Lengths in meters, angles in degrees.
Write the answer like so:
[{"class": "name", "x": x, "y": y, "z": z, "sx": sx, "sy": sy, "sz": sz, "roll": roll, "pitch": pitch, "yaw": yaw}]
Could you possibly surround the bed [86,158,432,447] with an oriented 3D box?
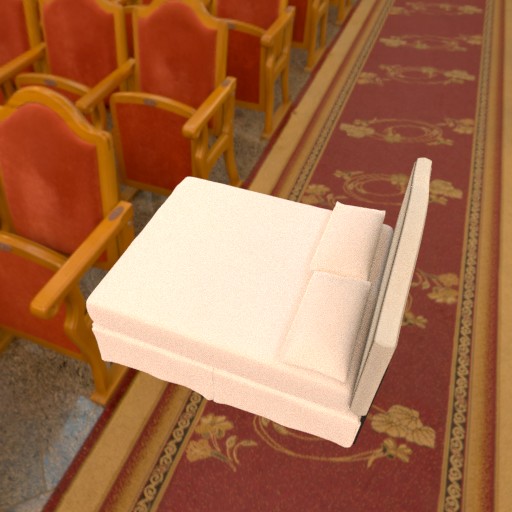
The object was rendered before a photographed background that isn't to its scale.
[{"class": "bed", "x": 0.000, "y": 0.000, "z": 3.451, "sx": 2.180, "sy": 1.607, "sz": 1.813, "roll": 16, "pitch": 49, "yaw": 14}]
